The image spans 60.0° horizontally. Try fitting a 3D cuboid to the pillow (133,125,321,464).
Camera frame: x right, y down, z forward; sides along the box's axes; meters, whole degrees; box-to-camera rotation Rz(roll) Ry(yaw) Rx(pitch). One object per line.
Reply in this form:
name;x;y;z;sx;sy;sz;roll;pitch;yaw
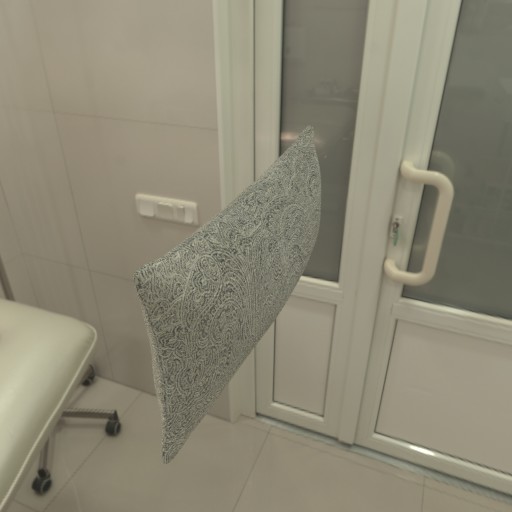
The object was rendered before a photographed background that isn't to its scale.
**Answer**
pillow;0.000;0.000;0.744;0.151;0.295;0.615;12;32;19
